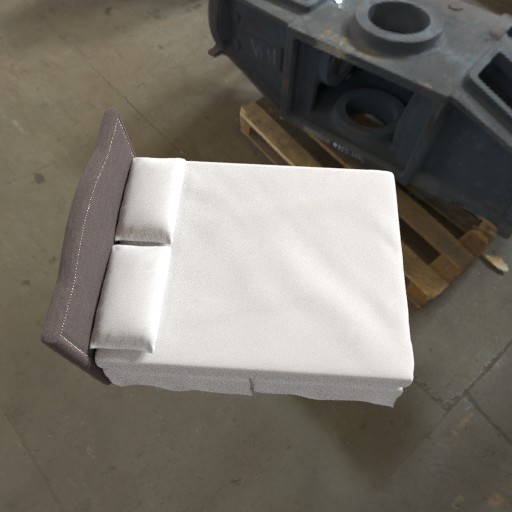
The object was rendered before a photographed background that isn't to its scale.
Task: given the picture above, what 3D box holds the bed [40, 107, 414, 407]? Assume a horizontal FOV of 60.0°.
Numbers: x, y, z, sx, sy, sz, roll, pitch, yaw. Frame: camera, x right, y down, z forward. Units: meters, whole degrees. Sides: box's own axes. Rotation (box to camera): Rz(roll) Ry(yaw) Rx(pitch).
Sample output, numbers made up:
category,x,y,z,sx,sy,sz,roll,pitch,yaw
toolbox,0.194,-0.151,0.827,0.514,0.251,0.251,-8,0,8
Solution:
category,x,y,z,sx,sy,sz,roll,pitch,yaw
bed,0.000,0.000,3.833,2.689,1.457,2.161,3,64,2
